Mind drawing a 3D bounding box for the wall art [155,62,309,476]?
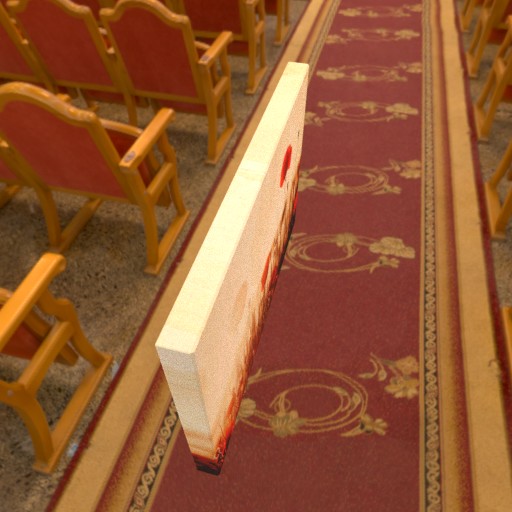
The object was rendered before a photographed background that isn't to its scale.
[{"bbox_3d":[0.000,0.000,0.770,0.040,0.402,0.613,11,50,10],"label":"wall art"}]
